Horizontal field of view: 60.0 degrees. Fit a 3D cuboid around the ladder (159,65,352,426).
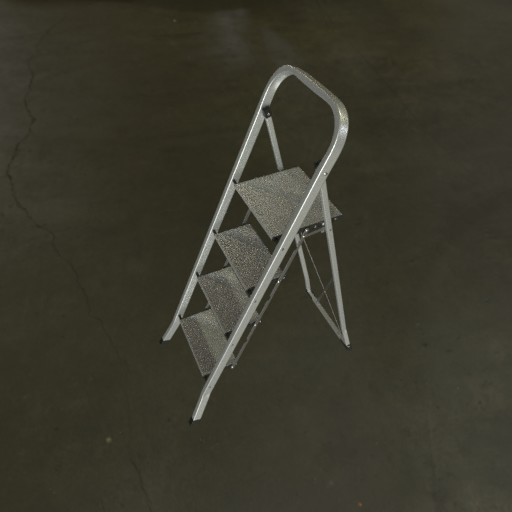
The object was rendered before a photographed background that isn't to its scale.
[{"bbox_3d":[0.000,0.000,1.678,0.830,1.290,0.465,-19,49,-17],"label":"ladder"}]
